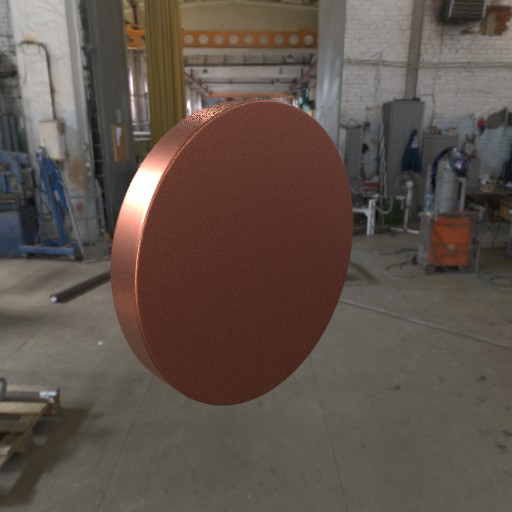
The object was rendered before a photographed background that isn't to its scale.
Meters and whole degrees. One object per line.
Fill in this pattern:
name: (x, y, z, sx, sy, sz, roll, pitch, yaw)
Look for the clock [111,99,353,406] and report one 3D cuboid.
clock: (0.000, 0.000, 0.472, 0.040, 0.313, 0.313, 15, 22, 42)
